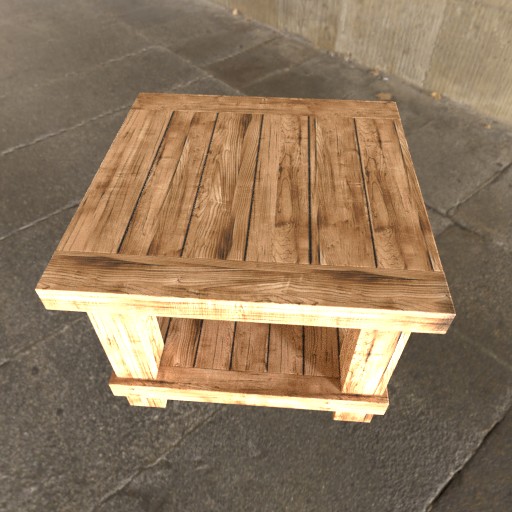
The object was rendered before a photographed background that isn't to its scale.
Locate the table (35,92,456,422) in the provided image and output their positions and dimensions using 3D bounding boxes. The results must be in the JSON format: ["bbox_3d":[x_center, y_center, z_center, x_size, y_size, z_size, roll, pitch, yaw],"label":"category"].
[{"bbox_3d":[0.000,0.000,1.012,0.610,0.457,0.610,3,47,3],"label":"table"}]
